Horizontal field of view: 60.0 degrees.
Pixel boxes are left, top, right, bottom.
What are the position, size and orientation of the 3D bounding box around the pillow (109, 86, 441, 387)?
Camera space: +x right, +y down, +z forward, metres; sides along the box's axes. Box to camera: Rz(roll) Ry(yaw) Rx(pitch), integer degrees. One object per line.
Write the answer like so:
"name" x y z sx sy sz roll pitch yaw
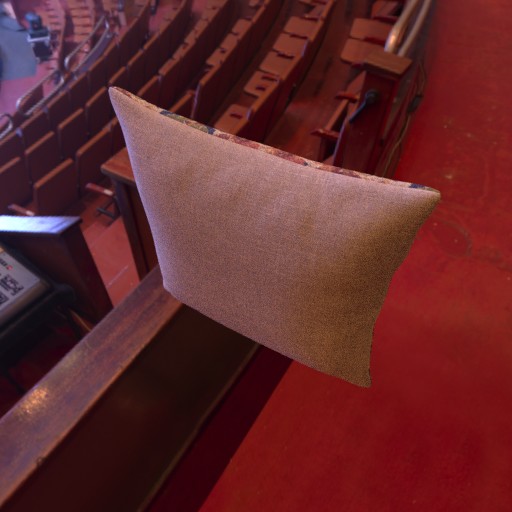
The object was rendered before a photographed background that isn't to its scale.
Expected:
"pillow" 0.000 0.000 0.790 0.523 0.506 0.166 23 52 20
